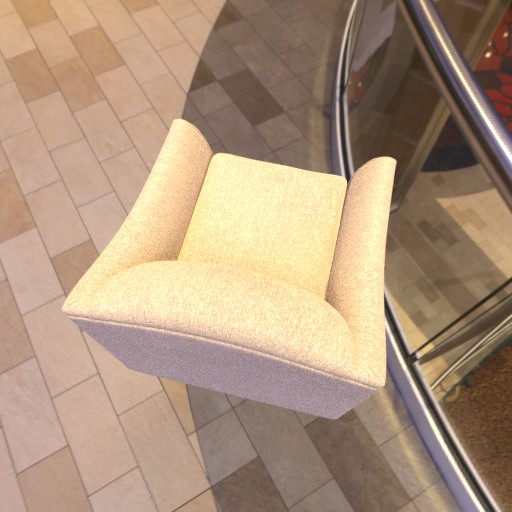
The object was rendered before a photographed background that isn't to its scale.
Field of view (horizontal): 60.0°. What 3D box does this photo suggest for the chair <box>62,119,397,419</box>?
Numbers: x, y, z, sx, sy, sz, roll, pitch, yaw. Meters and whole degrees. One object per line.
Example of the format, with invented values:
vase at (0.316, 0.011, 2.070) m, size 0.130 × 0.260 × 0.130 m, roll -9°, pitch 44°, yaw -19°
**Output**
chair at (0.000, 0.000, 1.417) m, size 0.763 × 0.839 × 0.787 m, roll 12°, pitch 64°, yaw 6°
